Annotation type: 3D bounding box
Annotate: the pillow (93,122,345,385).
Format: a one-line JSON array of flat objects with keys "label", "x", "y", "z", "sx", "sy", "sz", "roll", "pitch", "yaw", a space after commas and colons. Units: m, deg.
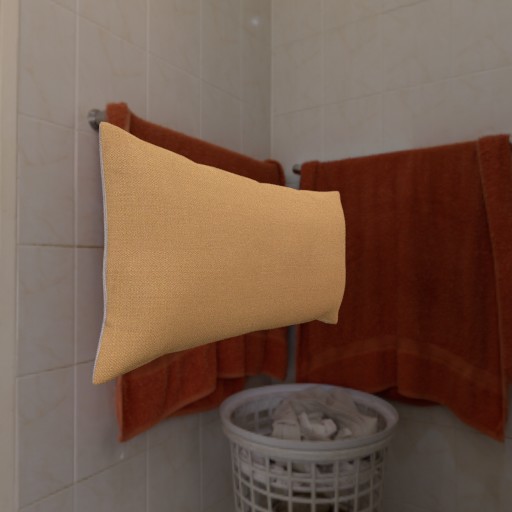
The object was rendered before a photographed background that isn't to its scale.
[{"label": "pillow", "x": 0.000, "y": 0.000, "z": 0.734, "sx": 0.151, "sy": 0.291, "sz": 0.608, "roll": -1, "pitch": -1, "yaw": 36}]
